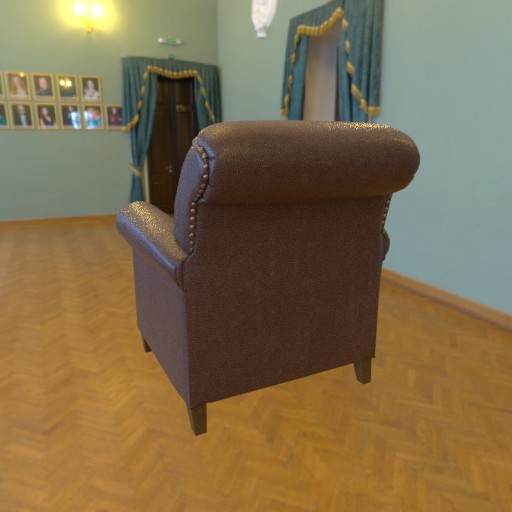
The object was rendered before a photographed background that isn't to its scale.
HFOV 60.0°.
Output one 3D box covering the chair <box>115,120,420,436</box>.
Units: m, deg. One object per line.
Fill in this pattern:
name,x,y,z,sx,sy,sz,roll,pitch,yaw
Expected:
chair,0.000,0.000,1.621,0.854,0.927,0.890,-7,17,-26
